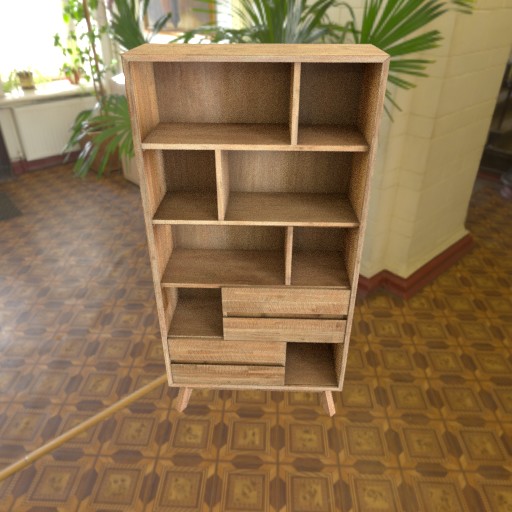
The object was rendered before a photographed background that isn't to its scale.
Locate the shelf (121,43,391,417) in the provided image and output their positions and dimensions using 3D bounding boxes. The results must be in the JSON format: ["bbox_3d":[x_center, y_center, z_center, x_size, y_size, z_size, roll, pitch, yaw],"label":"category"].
[{"bbox_3d":[0.000,0.000,1.726,0.748,1.471,0.308,1,31,2],"label":"shelf"}]
